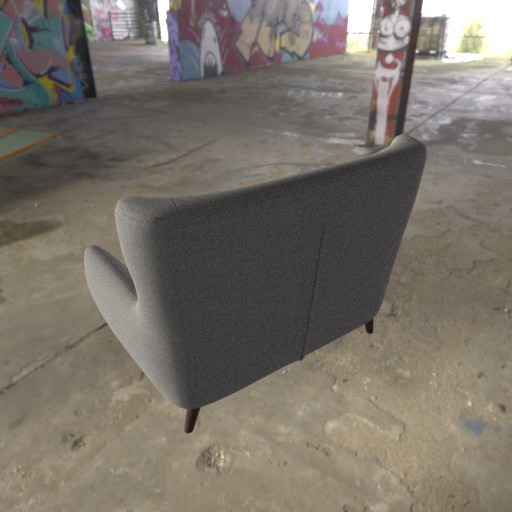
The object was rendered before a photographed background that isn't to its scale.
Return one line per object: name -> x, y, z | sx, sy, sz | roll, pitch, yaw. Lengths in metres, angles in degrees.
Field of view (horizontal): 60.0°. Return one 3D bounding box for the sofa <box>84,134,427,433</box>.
sofa -> 0.000, 0.000, 2.047 | 1.386, 1.028, 0.884 | -19, 35, -30
